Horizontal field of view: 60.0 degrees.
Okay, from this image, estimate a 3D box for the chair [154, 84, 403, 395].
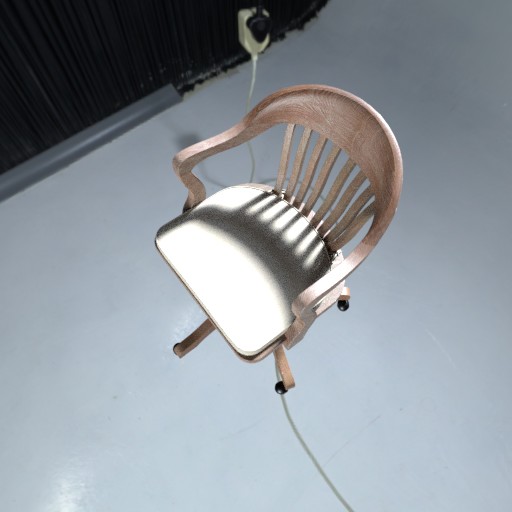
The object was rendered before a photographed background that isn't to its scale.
[{"bbox_3d":[0.000,0.000,1.493,0.788,0.878,0.750,-35,68,-16],"label":"chair"}]
